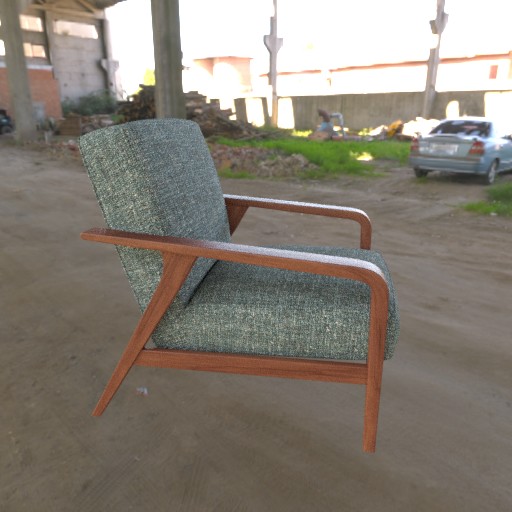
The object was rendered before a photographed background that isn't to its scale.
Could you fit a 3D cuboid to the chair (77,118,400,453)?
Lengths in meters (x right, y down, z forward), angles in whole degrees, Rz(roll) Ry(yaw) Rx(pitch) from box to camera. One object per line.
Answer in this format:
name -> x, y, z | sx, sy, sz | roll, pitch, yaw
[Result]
chair -> 0.000, 0.000, 1.458 | 0.889, 0.864, 0.719 | 3, 18, 10
